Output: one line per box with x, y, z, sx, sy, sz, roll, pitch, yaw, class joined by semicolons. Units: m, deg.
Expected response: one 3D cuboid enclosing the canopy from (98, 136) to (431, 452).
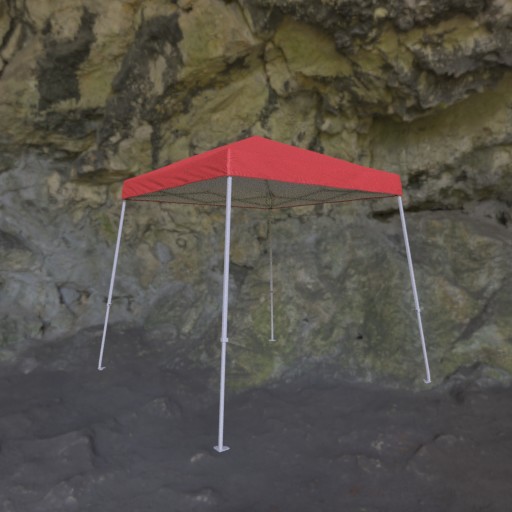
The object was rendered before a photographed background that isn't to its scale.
0.000;0.000;5.282;2.848;2.849;2.849;-1;2;-37;canopy
